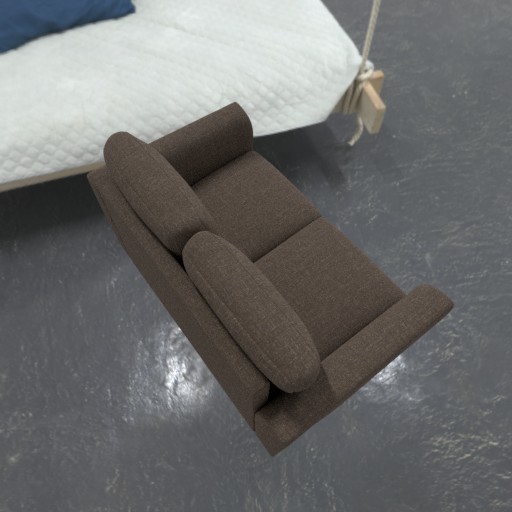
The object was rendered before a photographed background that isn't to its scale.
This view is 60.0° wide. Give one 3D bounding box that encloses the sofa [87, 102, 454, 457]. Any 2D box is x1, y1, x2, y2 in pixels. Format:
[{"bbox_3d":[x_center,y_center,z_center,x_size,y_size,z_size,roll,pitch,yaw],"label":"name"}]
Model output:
[{"bbox_3d":[0.000,0.000,1.980,0.851,0.885,1.423,-33,64,-18],"label":"sofa"}]
